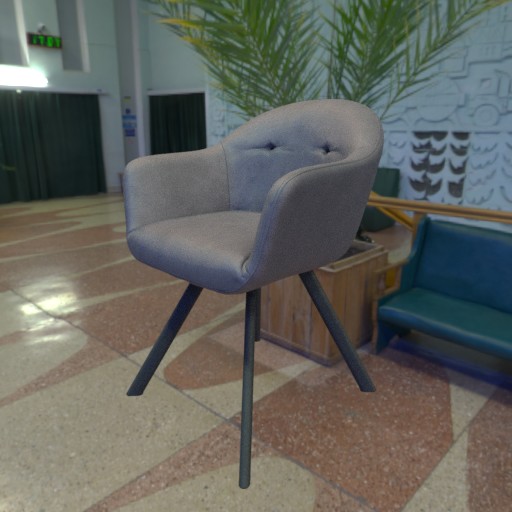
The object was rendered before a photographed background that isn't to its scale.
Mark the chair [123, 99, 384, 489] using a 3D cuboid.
[{"bbox_3d":[0.000,0.000,1.137,0.544,0.781,0.567,-15,22,-42],"label":"chair"}]
